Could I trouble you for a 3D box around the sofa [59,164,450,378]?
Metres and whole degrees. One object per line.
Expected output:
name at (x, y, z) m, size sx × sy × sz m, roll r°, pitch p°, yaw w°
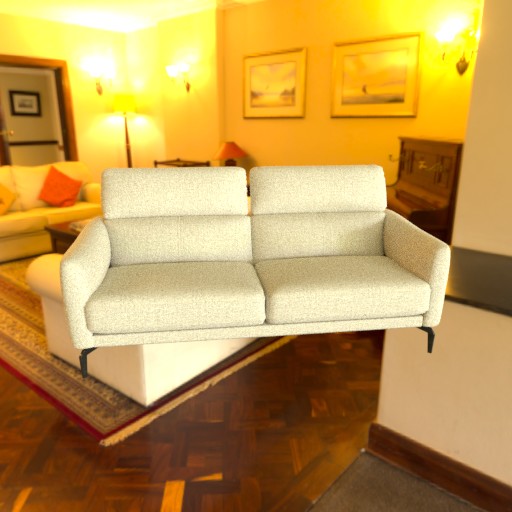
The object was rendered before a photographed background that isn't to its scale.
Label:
sofa at (0.000, 0.000, 2.569) m, size 2.015 × 0.956 × 0.856 m, roll -2°, pitch 17°, yaw -7°
